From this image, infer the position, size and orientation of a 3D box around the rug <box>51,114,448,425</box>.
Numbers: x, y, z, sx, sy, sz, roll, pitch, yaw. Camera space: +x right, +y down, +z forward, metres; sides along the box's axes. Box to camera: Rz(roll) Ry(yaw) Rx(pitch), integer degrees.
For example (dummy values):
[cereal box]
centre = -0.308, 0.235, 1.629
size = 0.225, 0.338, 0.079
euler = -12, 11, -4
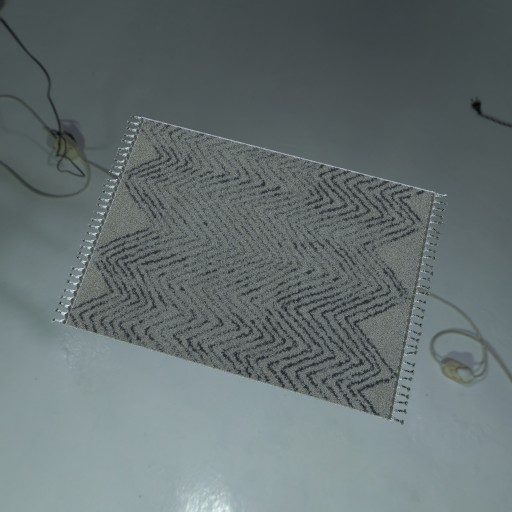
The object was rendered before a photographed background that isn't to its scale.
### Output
[rug]
centre = 0.000, 0.000, 2.331
size = 1.847, 0.014, 1.230
euler = 15, 76, 4
